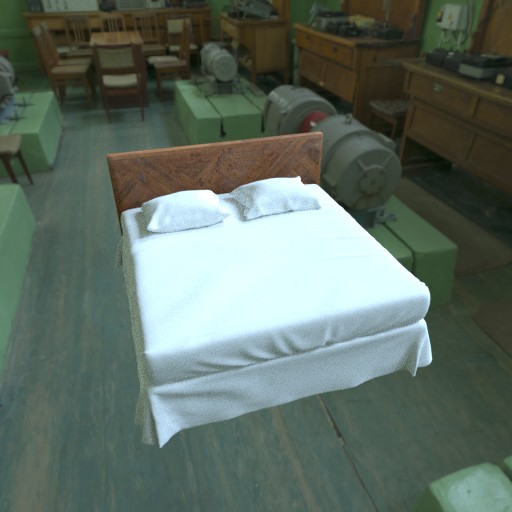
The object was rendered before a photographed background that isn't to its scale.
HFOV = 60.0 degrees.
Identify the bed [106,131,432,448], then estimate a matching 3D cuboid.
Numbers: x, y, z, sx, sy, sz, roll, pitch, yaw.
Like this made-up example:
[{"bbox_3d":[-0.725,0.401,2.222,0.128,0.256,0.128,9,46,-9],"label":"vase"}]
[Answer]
[{"bbox_3d":[0.000,0.000,3.535,2.255,1.158,2.165,-10,35,-15],"label":"bed"}]
